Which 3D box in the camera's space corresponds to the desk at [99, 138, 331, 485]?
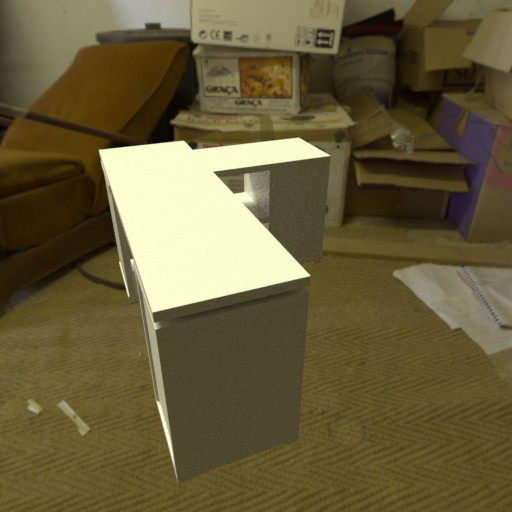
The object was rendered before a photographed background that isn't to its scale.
[{"bbox_3d":[0.000,0.000,2.150,1.200,0.753,1.524,-12,32,-19],"label":"desk"}]
